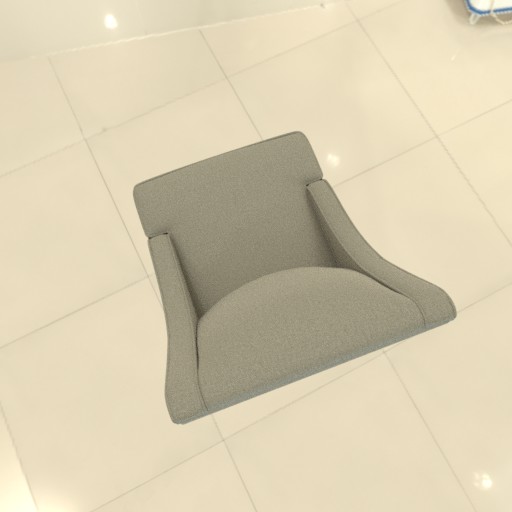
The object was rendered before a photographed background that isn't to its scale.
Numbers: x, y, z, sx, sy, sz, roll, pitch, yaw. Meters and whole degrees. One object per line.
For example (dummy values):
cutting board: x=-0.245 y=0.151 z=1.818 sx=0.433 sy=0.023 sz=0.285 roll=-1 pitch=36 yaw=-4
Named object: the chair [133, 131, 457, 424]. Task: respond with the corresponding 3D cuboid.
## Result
chair: x=0.000 y=0.000 z=1.353 sx=0.610 sy=0.864 sz=0.737 roll=-20 pitch=76 yaw=-5
